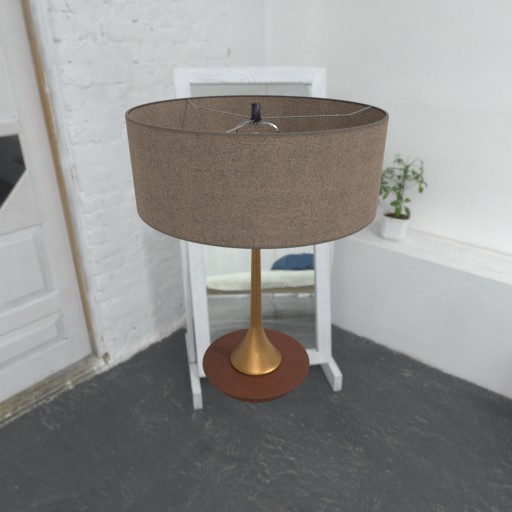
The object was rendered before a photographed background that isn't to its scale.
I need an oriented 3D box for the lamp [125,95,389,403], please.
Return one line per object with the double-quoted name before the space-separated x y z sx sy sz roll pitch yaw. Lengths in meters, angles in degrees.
"lamp" 0.000 0.000 0.837 0.417 0.551 0.396 8 27 16
